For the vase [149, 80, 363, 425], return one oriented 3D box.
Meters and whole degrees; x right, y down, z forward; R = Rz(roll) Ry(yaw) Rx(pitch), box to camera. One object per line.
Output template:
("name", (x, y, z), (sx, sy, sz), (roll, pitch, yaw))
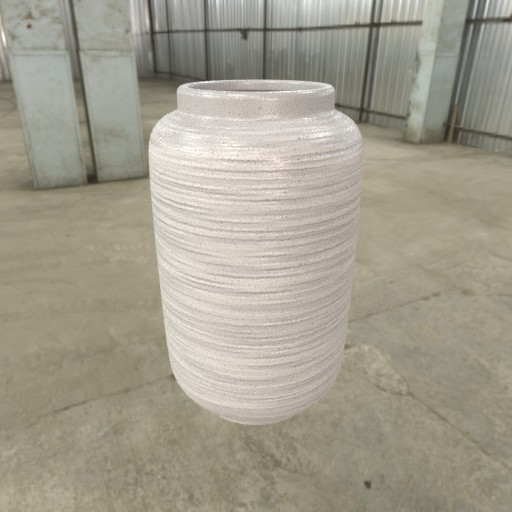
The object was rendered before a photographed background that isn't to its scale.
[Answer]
("vase", (0.000, 0.000, 0.465), (0.202, 0.335, 0.202), (0, 25, 0))
